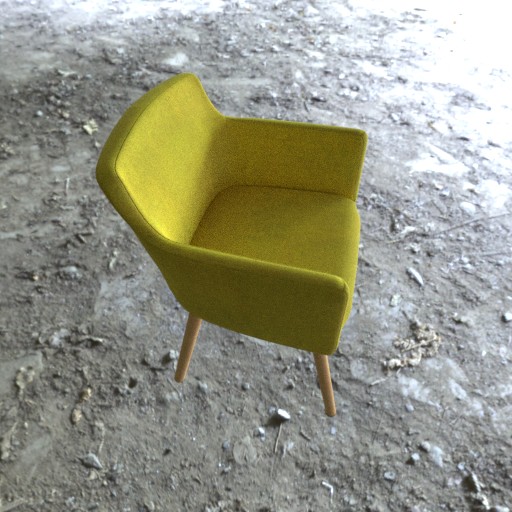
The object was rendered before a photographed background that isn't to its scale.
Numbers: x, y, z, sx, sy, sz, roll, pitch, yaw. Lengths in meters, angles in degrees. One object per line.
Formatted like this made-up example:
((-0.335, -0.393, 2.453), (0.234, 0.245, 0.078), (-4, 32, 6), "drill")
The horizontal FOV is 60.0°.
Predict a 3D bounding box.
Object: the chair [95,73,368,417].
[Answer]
((0.000, 0.000, 1.172), (0.570, 0.780, 0.570), (10, 46, 9), "chair")
